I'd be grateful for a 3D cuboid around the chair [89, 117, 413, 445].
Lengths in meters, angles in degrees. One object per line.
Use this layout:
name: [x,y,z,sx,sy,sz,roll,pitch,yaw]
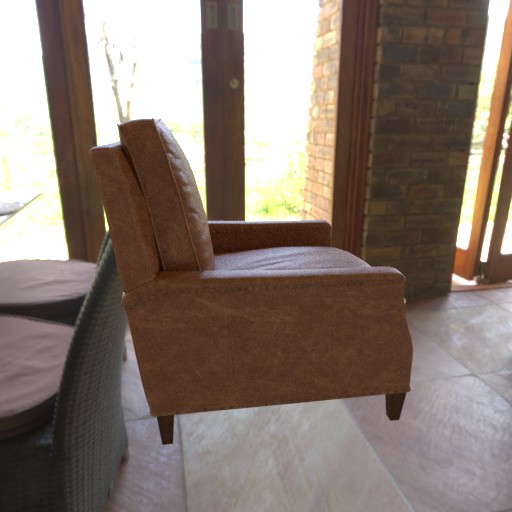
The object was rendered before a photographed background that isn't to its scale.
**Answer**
chair: [0.000,0.000,1.773,1.035,1.054,0.854,-3,17,-9]
